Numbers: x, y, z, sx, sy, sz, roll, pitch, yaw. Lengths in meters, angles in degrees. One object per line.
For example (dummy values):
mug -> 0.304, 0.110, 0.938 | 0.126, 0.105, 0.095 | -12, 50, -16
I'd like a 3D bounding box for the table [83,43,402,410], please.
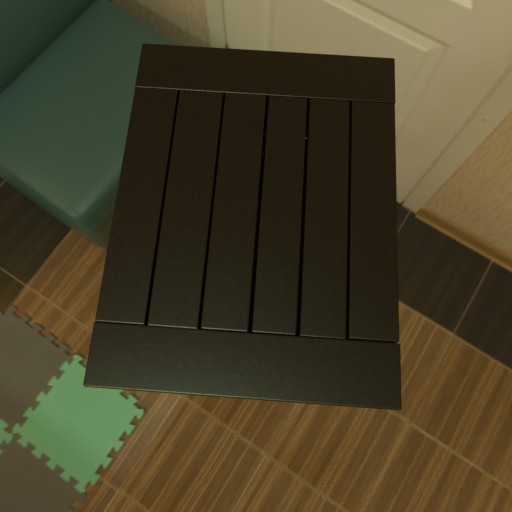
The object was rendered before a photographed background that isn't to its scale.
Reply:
table -> 0.000, 0.000, 1.007 | 0.460, 0.604, 0.602 | 4, 74, 1
